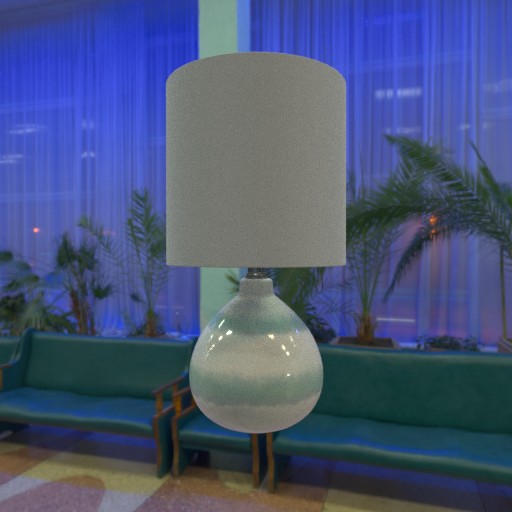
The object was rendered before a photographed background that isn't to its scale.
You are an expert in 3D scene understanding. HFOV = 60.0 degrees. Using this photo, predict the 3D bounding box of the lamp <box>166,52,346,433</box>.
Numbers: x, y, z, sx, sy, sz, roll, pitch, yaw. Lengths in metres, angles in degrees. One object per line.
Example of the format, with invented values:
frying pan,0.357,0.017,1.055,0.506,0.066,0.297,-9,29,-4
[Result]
lamp,0.000,0.000,0.545,0.217,0.404,0.217,0,1,19
